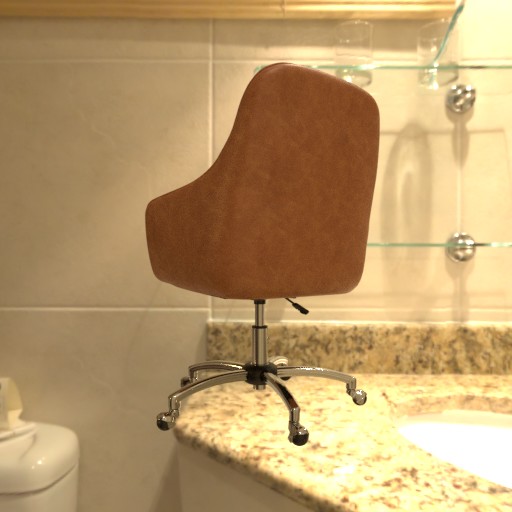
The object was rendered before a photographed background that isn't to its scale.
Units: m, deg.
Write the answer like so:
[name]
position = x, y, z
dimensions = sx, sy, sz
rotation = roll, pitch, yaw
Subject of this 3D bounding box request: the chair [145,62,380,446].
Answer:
[chair]
position = 0.000, 0.000, 1.327
dimensions = 0.628, 0.909, 0.615
rotation = 0, -1, -37
